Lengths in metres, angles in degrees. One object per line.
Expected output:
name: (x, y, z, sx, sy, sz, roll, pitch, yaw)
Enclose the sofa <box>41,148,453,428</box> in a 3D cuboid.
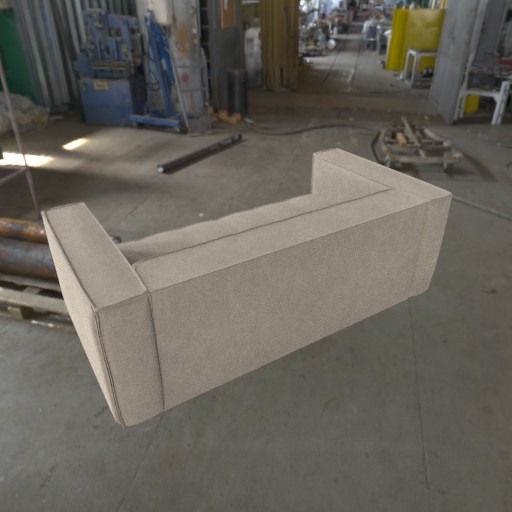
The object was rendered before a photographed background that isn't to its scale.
sofa: (0.000, 0.000, 2.500, 1.995, 0.680, 1.038, -18, 35, -27)
